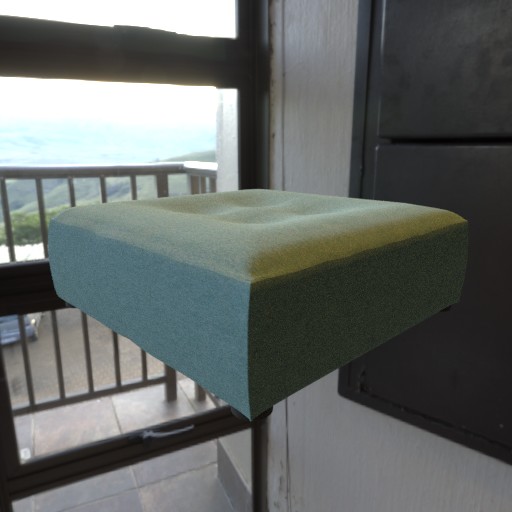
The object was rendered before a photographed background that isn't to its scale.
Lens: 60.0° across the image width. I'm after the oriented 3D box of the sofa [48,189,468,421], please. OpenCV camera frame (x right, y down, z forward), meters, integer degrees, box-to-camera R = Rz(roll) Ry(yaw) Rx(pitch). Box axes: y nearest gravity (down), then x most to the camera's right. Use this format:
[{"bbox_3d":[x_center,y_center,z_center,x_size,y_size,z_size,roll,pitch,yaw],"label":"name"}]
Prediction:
[{"bbox_3d":[0.000,0.000,1.390,0.930,0.330,0.930,-13,19,-42],"label":"sofa"}]
